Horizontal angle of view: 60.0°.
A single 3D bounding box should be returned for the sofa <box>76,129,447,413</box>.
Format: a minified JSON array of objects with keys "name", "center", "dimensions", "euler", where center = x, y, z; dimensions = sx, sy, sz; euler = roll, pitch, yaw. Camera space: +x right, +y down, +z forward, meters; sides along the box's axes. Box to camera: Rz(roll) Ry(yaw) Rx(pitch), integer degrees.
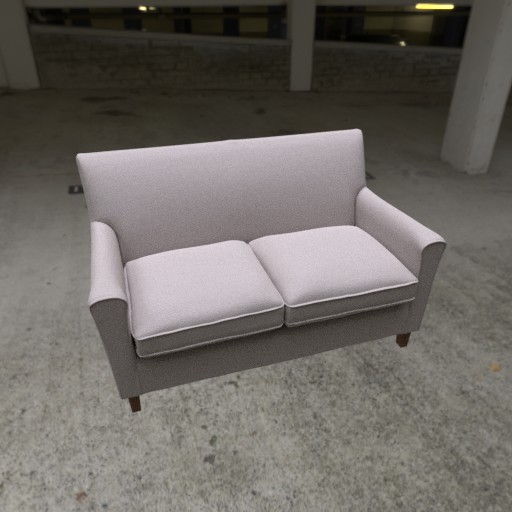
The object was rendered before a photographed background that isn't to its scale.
[{"name":"sofa","center":[0.000,0.000,2.120],"dimensions":[1.482,0.890,0.888],"euler":[-9,32,-15]}]
